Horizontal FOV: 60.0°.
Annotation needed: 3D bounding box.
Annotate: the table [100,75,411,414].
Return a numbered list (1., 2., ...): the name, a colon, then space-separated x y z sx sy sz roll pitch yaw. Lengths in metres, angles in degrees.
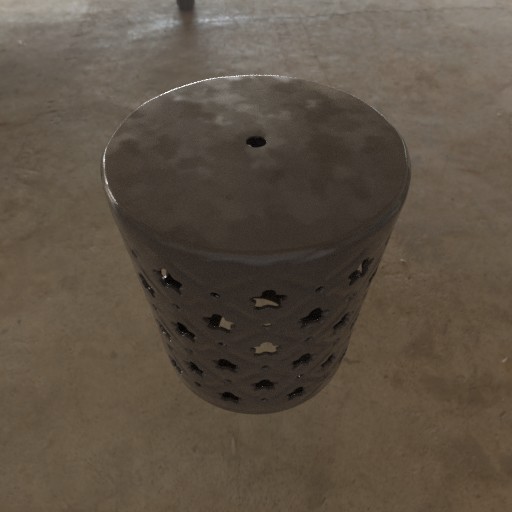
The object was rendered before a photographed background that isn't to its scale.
1. table: 0.000 0.000 0.645 0.352 0.387 0.352 0 48 0
